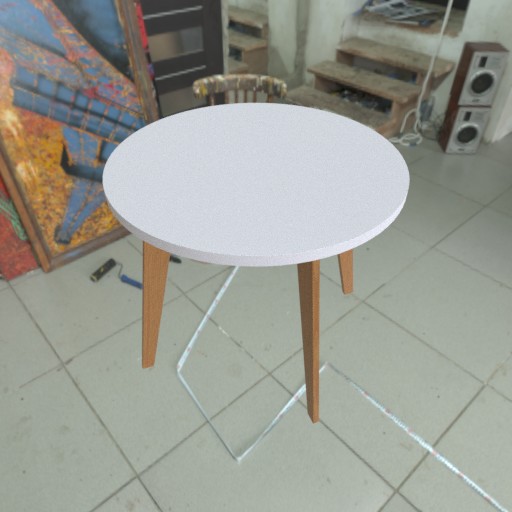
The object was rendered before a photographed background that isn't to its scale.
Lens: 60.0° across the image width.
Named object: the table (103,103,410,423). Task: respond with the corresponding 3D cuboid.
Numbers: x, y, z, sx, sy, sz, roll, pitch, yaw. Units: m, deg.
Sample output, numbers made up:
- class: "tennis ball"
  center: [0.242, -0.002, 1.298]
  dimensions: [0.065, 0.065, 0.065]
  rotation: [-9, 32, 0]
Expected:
- class: "table"
  center: [0.000, 0.000, 1.583]
  dimensions: [0.896, 0.762, 0.896]
  rotation: [0, 40, 0]
